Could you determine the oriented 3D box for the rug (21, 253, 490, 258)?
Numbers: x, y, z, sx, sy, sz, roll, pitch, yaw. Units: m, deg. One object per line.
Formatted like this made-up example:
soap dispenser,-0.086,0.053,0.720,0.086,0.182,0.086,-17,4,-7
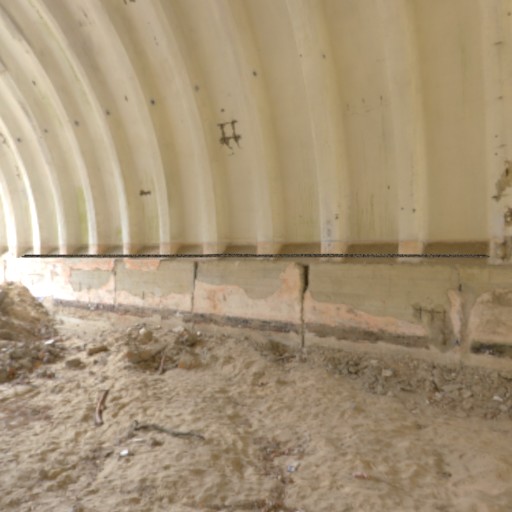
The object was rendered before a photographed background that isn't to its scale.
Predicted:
rug,0.000,0.000,3.070,2.443,0.021,1.538,0,0,-1
